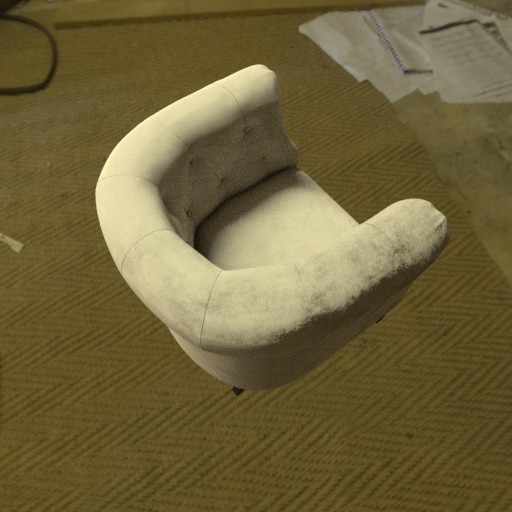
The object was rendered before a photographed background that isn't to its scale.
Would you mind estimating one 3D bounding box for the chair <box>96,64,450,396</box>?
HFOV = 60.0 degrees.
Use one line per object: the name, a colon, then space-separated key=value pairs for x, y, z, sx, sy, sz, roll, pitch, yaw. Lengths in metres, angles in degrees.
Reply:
chair: x=0.000 y=0.000 z=1.536 sx=0.851 sy=0.826 sz=0.904 roll=-32 pitch=64 yaw=-18
